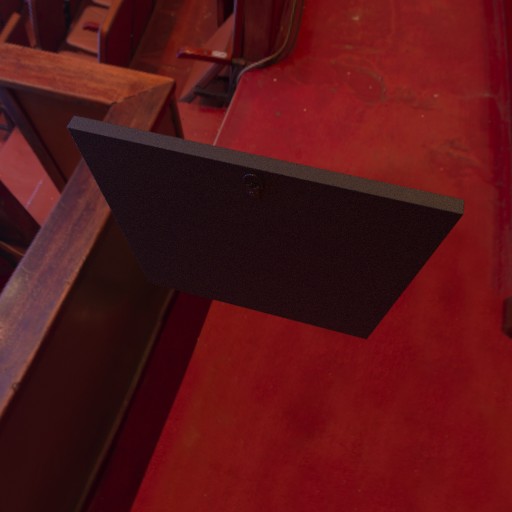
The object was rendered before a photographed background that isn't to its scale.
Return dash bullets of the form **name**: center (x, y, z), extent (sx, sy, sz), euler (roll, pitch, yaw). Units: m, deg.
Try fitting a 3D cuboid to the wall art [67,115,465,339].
- **wall art**: center (0.000, 0.000, 1.233), extent (0.805, 0.807, 0.043), euler (14, 64, 7)
